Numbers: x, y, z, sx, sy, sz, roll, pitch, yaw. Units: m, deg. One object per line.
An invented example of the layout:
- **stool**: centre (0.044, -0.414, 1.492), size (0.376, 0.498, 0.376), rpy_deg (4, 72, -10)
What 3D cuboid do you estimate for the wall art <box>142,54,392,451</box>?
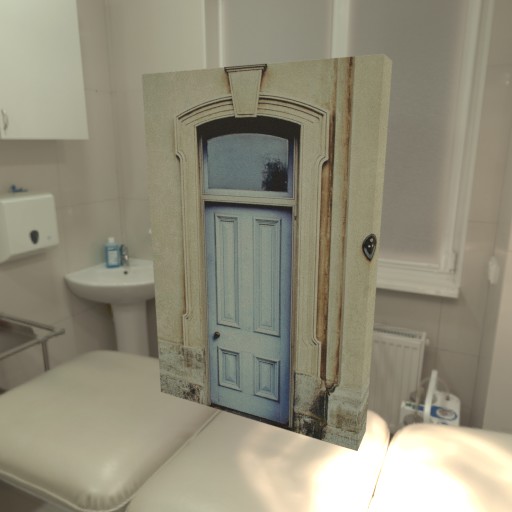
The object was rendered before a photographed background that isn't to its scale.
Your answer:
- **wall art**: centre (0.000, 0.000, 0.483), size (0.254, 0.381, 0.038), rpy_deg (7, 16, 25)
